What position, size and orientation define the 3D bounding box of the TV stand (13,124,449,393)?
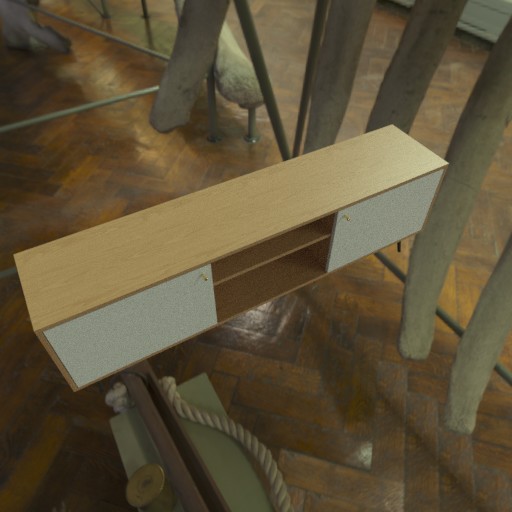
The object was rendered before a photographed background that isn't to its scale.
[{"bbox_3d":[0.000,0.000,1.968,1.760,0.580,0.400,-23,51,-20],"label":"TV stand"}]
